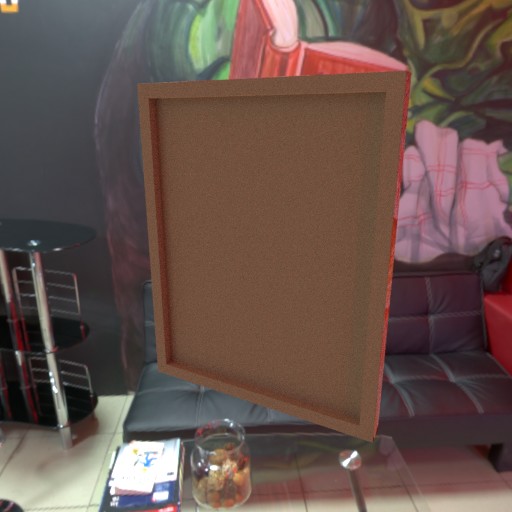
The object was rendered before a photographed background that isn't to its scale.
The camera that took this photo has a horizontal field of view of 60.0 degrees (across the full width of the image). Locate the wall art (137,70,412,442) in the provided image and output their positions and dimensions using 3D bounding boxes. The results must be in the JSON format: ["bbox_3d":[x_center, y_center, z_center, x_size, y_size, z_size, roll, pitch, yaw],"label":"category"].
[{"bbox_3d":[0.000,0.000,0.682,0.406,0.508,0.028,9,19,27],"label":"wall art"}]
